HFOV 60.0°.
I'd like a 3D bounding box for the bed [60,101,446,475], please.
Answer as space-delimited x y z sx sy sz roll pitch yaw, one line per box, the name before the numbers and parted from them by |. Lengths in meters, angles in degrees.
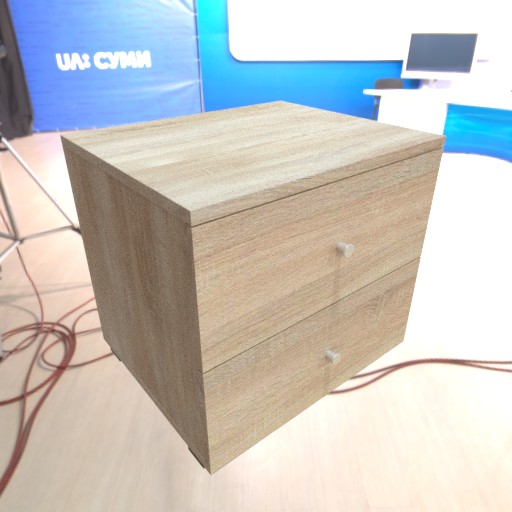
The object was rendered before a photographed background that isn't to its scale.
bed | 0.000 0.000 0.781 0.460 0.420 0.401 -22 36 -33
